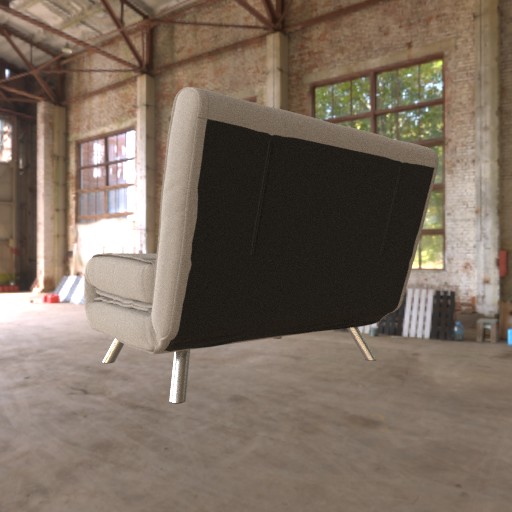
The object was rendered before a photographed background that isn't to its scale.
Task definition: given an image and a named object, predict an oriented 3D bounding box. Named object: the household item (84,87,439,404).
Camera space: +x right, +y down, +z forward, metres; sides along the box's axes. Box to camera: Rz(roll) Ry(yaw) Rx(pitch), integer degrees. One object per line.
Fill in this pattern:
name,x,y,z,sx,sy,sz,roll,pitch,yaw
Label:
household item,0.000,0.000,1.622,1.000,0.800,0.874,0,0,-37
